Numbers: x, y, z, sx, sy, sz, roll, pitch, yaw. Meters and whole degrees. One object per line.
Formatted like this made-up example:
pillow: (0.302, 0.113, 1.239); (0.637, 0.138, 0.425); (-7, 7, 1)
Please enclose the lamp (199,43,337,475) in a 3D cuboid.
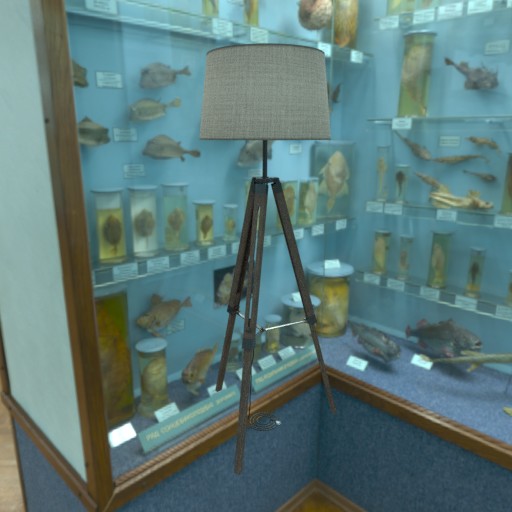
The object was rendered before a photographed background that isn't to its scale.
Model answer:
lamp: (0.000, 0.000, 1.819); (0.604, 1.510, 0.587); (-14, 20, -41)
